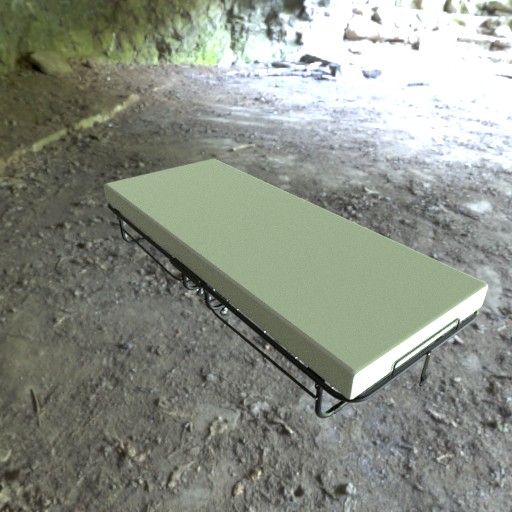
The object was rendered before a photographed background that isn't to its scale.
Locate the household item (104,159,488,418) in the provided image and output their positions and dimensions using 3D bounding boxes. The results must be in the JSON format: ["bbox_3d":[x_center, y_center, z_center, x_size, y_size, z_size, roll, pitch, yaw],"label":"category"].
[{"bbox_3d":[0.000,0.000,2.151,0.787,0.356,1.905,-22,37,-32],"label":"household item"}]
